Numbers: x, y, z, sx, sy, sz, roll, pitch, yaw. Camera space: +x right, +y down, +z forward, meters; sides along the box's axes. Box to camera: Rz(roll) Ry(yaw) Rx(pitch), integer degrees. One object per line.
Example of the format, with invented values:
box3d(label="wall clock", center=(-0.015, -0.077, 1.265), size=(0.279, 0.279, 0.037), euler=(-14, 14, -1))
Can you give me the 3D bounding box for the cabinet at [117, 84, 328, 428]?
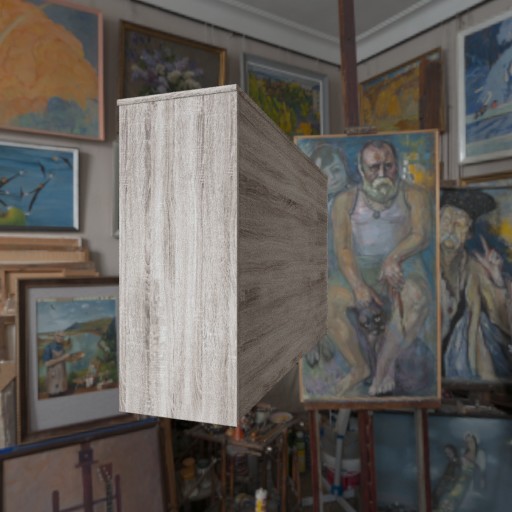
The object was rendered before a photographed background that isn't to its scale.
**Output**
box3d(label="cabinet", center=(0.000, 0.000, 1.904), size=(0.380, 0.900, 1.450), euler=(0, 0, 19))
